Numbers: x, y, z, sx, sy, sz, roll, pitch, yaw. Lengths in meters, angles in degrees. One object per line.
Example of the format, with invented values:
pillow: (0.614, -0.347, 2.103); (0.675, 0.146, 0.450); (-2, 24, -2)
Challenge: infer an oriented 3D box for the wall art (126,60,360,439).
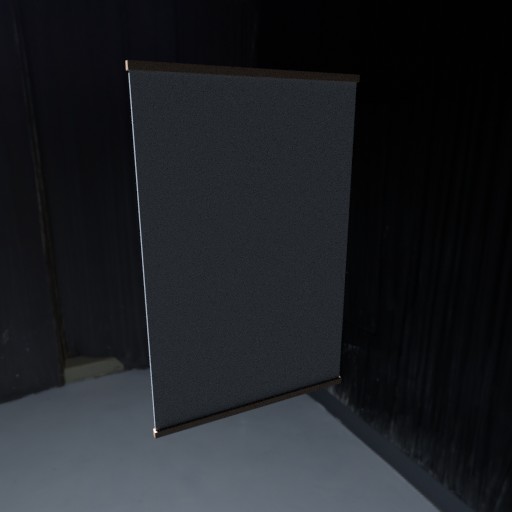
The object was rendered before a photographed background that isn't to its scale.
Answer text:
wall art: (0.000, 0.000, 1.940); (0.990, 1.519, 0.030); (-8, 18, -25)
